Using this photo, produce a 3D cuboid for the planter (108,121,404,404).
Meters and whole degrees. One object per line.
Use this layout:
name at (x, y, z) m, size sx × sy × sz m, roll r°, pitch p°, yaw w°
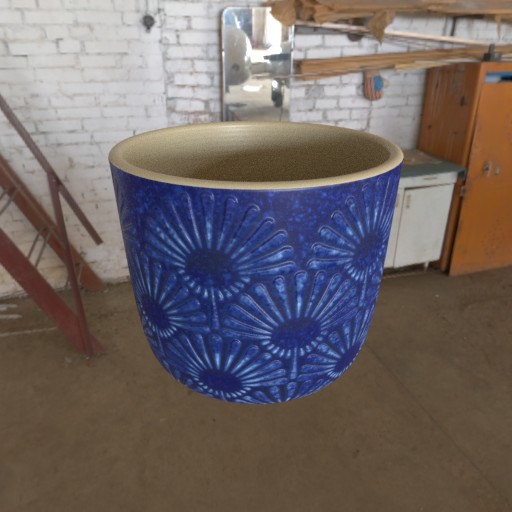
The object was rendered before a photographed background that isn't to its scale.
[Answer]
planter at (0.000, 0.000, 0.217) m, size 0.124 × 0.109 × 0.124 m, roll 0°, pitch 26°, yaw 0°
